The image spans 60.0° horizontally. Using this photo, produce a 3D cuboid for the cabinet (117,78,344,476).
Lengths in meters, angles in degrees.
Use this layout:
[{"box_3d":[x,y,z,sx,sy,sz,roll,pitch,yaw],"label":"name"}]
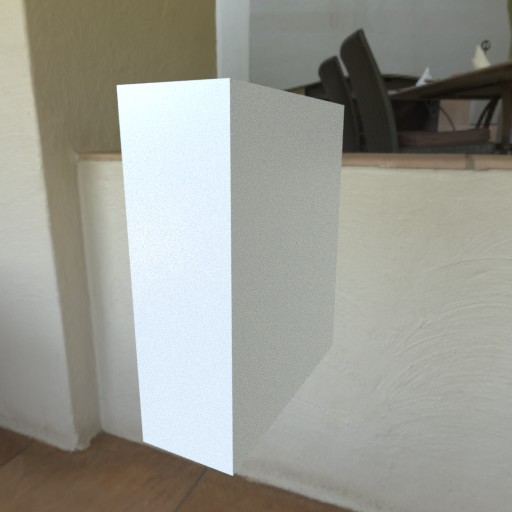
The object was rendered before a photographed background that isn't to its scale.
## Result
[{"box_3d":[0.000,0.000,1.701,0.348,1.150,0.990,7,16,26],"label":"cabinet"}]
